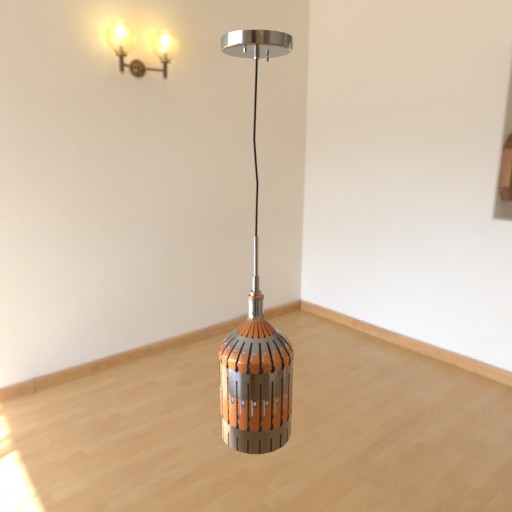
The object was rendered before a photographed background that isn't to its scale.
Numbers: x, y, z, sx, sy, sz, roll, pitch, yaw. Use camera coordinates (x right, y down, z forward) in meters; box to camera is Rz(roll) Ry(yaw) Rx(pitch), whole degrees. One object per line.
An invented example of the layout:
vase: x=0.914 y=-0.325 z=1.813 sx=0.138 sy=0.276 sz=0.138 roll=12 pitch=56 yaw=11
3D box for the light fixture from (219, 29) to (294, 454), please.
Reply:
light fixture: x=0.000 y=0.000 z=1.704 sx=0.303 sy=1.535 sz=0.303 roll=0 pitch=14 yaw=0
